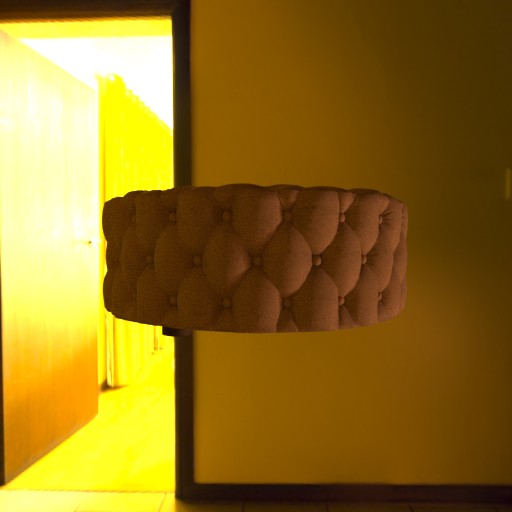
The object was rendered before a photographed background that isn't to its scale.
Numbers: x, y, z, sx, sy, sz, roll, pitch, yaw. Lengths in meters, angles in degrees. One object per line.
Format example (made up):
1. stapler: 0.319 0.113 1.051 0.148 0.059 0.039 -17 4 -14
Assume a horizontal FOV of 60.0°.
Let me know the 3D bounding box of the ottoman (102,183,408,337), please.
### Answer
1. ottoman: 0.000 0.000 1.522 0.998 0.399 0.998 0 2 0
